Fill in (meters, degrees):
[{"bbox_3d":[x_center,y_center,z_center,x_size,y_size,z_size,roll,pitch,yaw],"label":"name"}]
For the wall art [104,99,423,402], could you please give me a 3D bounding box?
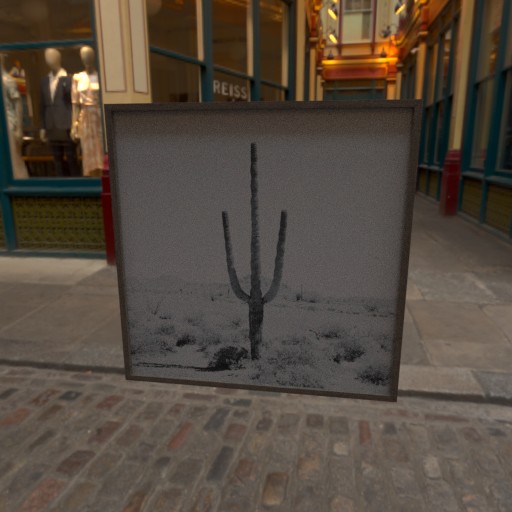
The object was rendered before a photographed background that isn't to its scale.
[{"bbox_3d":[0.000,0.000,1.158,0.762,0.762,0.038,2,14,9],"label":"wall art"}]
